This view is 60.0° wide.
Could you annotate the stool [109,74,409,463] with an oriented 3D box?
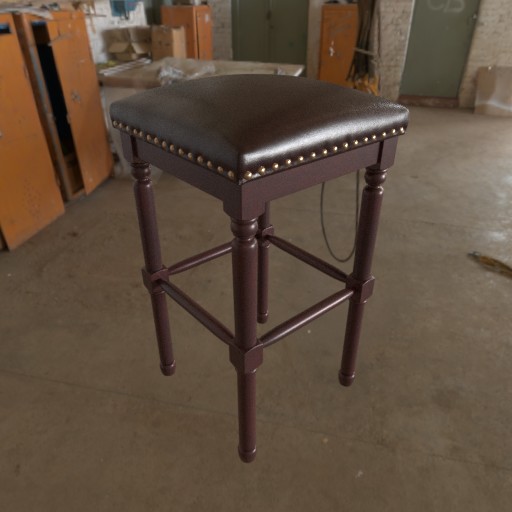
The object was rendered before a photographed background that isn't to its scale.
[{"bbox_3d":[0.000,0.000,0.931,0.383,0.702,0.382,-24,38,-34],"label":"stool"}]
